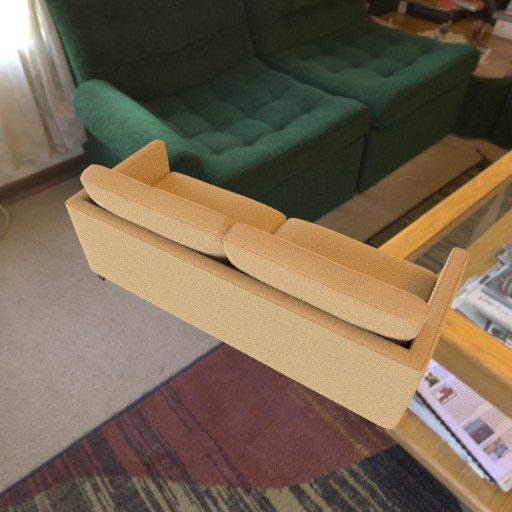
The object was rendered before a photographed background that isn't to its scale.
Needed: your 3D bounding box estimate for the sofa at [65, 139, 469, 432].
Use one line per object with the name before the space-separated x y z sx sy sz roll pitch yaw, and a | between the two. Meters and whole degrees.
sofa | 0.000 0.000 2.892 2.361 0.968 0.951 24 50 21
